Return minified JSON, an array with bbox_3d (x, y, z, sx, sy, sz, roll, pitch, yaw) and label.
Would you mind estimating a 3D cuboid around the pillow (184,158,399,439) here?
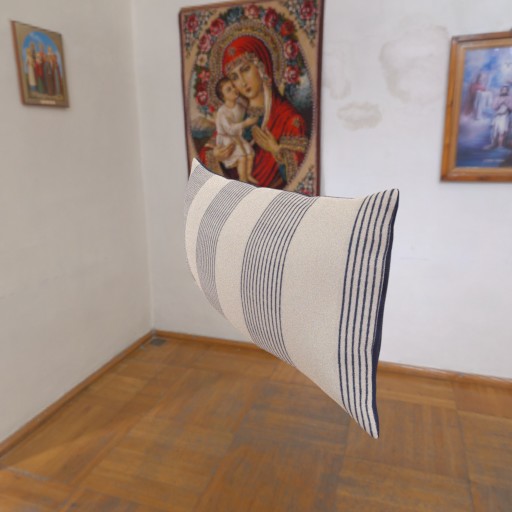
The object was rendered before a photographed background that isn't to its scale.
[{"bbox_3d":[0.000,0.000,0.723,0.151,0.287,0.610,-7,17,-26],"label":"pillow"}]
